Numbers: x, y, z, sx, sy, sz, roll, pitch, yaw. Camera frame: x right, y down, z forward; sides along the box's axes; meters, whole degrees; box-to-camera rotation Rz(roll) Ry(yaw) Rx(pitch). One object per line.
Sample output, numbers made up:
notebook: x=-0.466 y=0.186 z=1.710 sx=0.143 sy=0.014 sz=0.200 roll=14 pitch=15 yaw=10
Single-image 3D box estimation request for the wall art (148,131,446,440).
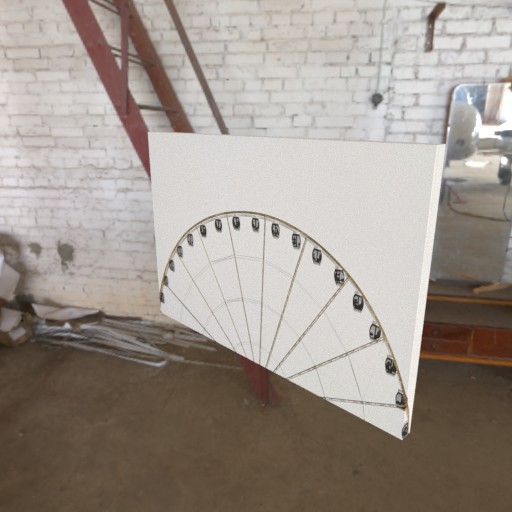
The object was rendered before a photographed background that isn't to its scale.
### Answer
wall art: x=0.000 y=0.000 z=1.151 sx=0.038 sy=0.601 sz=0.898 roll=-17 pitch=24 yaw=-42
